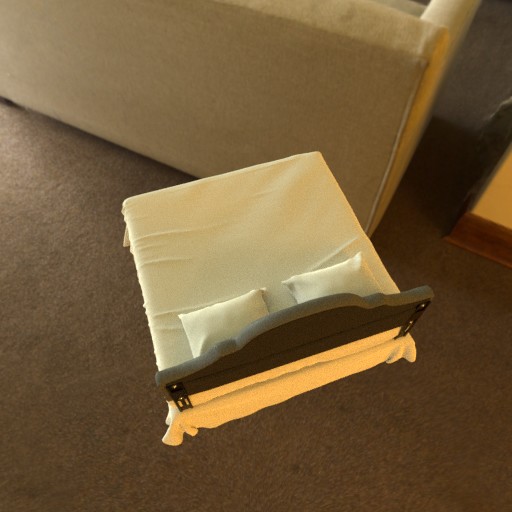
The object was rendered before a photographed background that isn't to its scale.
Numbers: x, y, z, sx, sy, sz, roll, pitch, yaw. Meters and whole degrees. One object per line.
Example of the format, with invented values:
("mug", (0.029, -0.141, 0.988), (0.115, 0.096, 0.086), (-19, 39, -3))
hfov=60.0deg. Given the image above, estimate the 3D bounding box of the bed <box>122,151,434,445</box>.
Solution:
("bed", (0.000, 0.000, 3.760), (2.303, 1.631, 2.222), (-16, 59, -10))
